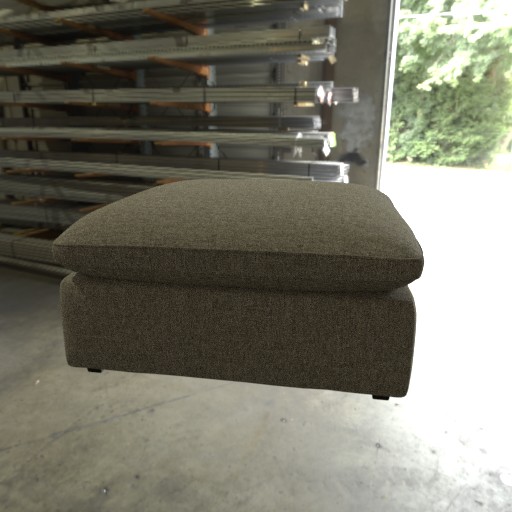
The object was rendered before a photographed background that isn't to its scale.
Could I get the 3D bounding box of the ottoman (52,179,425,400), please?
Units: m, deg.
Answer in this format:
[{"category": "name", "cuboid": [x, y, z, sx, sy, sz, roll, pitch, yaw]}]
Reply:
[{"category": "ottoman", "cuboid": [0.000, 0.000, 1.646, 1.035, 0.526, 1.039, 3, 17, 9]}]
